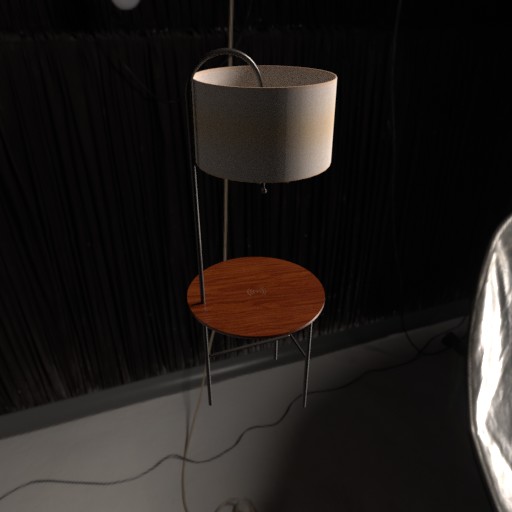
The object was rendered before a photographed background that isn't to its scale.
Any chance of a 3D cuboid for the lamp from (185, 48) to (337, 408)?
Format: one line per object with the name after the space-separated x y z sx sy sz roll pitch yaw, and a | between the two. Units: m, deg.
0.000 0.000 1.772 0.573 1.517 0.573 0 30 0 | lamp
